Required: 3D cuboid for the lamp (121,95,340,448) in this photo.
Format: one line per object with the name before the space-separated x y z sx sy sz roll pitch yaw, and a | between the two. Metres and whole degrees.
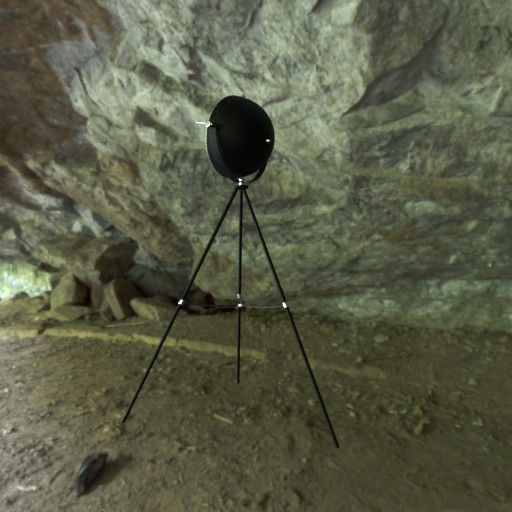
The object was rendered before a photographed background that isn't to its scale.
lamp | 0.000 0.000 2.073 0.920 1.512 0.817 0 0 35
